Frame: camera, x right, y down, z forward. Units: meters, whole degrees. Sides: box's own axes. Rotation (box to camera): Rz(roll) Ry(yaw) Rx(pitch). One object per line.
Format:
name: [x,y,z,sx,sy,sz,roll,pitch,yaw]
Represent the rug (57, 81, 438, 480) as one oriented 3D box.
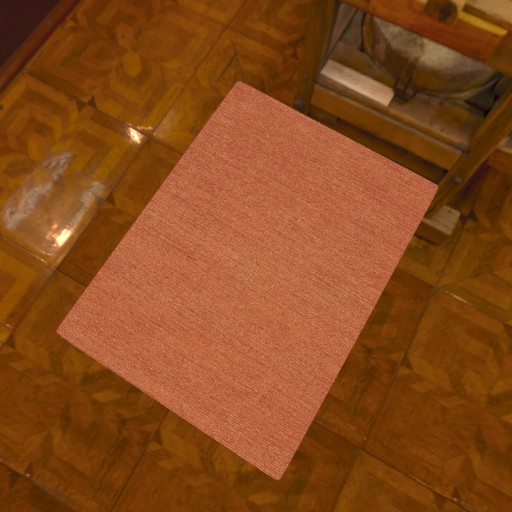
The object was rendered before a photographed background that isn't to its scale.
rug: [0.000,0.000,2.837,1.594,0.009,2.112,30,77,8]
